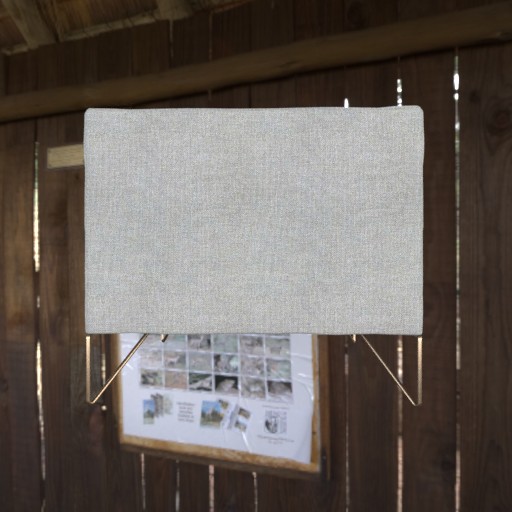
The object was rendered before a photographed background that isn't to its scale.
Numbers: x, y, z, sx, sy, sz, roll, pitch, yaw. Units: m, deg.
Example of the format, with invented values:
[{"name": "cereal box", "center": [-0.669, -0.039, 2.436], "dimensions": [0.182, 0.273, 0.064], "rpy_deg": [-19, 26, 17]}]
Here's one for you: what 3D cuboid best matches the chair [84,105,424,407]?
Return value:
[{"name": "chair", "center": [0.000, 0.000, 1.605], "dimensions": [0.920, 0.799, 0.912], "rpy_deg": [0, 0, 1]}]
